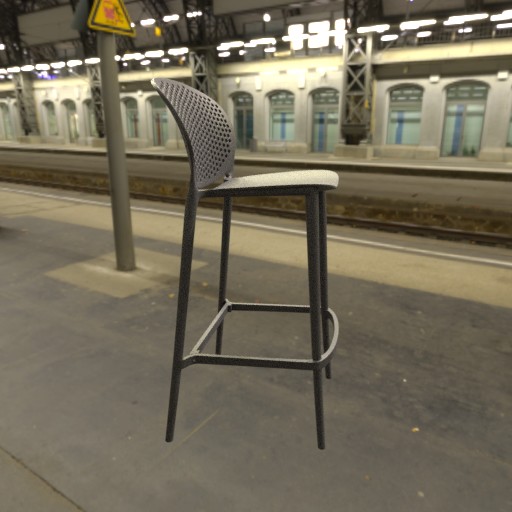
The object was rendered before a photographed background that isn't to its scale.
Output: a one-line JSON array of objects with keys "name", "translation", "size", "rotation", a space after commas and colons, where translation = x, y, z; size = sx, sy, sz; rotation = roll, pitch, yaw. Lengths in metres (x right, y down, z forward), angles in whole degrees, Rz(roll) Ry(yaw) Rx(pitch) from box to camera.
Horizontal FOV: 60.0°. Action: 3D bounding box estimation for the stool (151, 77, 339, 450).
[{"name": "stool", "translation": [0.000, 0.000, 1.392], "size": [0.535, 1.045, 0.536], "rotation": [3, 17, 11]}]
